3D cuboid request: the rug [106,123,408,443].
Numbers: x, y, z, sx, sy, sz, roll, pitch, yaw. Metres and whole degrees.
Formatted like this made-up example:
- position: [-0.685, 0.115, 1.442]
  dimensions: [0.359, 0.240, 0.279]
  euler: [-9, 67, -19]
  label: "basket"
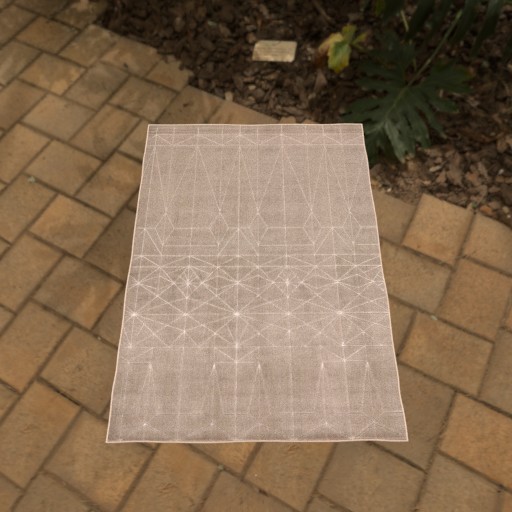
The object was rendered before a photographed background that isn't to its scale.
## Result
- position: [0.000, 0.000, 4.308]
  dimensions: [2.449, 0.019, 3.357]
  euler: [0, 64, 0]
  label: "rug"
